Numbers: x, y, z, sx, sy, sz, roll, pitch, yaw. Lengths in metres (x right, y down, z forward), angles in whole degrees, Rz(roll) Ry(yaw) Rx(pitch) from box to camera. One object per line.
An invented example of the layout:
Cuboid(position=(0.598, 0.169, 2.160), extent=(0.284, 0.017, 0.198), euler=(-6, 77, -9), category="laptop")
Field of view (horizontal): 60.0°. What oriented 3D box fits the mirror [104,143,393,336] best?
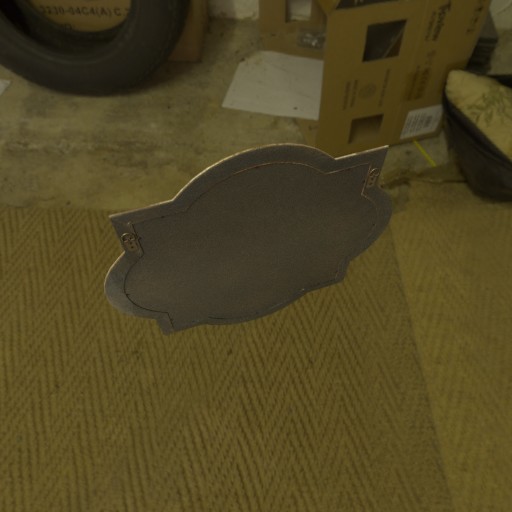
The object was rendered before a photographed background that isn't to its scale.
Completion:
Cuboid(position=(0.000, 0.000, 1.056), extent=(0.686, 0.686, 0.019), euler=(-16, 59, -10), category="mirror")
